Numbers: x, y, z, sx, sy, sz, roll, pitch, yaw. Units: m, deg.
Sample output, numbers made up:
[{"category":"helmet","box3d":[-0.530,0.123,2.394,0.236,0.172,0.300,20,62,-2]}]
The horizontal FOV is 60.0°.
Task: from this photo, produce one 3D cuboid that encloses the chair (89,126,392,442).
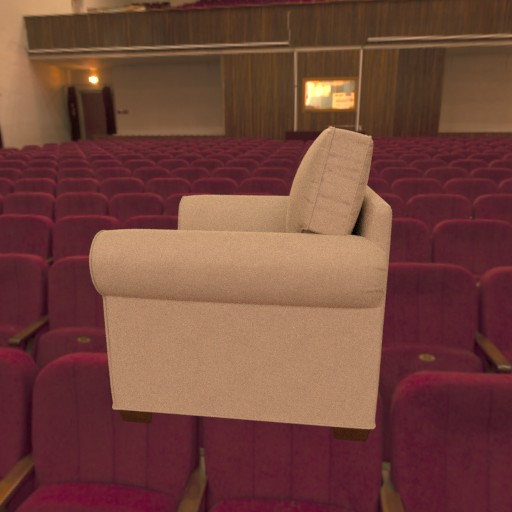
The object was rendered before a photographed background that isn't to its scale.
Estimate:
[{"category":"chair","box3d":[0.000,0.000,1.726,0.863,0.955,1.040,2,15,7]}]
